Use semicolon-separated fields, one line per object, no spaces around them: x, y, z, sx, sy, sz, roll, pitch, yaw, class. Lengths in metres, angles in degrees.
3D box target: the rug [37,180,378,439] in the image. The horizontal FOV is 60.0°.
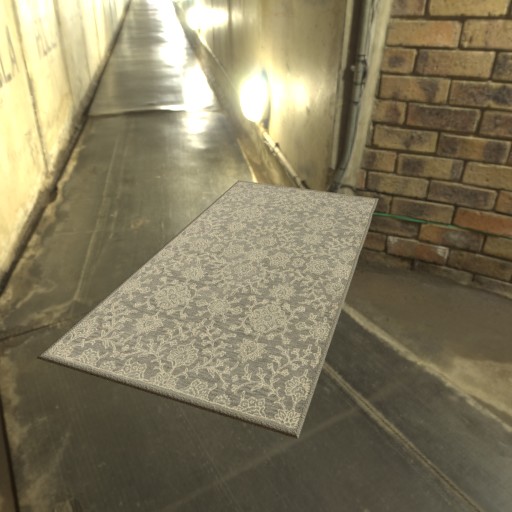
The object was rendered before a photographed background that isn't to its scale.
0.000;0.000;3.535;1.546;0.011;3.048;11;32;17;rug
